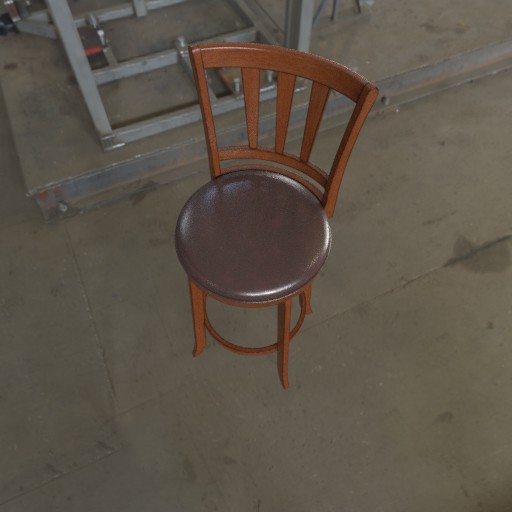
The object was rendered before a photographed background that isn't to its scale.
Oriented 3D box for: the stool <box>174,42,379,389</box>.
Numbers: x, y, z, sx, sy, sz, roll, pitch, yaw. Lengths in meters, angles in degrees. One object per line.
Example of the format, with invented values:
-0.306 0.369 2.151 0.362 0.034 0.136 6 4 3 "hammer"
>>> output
0.000 0.000 1.434 0.464 1.177 0.503 17 60 10 "stool"
